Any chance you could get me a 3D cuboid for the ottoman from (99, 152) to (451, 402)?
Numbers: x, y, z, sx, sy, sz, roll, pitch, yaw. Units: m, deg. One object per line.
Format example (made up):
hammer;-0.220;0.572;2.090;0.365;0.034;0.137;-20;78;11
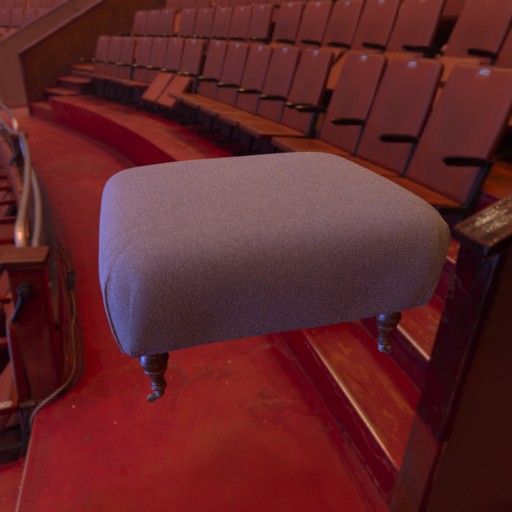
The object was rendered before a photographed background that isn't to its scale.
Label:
ottoman;0.000;0.000;1.159;0.747;0.450;0.622;-7;27;-15
